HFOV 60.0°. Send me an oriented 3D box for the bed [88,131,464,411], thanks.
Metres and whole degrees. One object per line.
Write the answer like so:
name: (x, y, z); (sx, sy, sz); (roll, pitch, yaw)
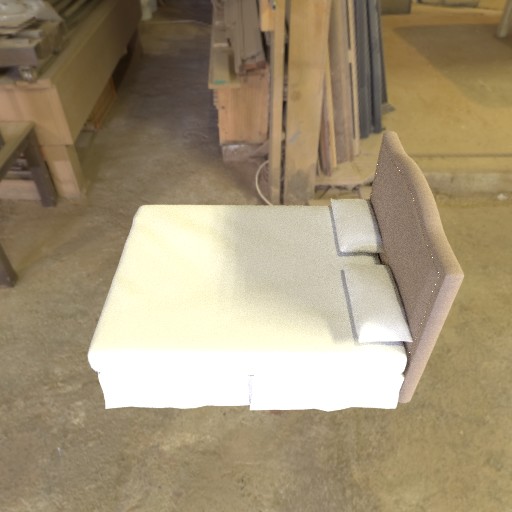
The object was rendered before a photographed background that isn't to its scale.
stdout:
bed: (0.000, 0.000, 3.450); (2.282, 1.436, 1.821); (0, 42, 1)
